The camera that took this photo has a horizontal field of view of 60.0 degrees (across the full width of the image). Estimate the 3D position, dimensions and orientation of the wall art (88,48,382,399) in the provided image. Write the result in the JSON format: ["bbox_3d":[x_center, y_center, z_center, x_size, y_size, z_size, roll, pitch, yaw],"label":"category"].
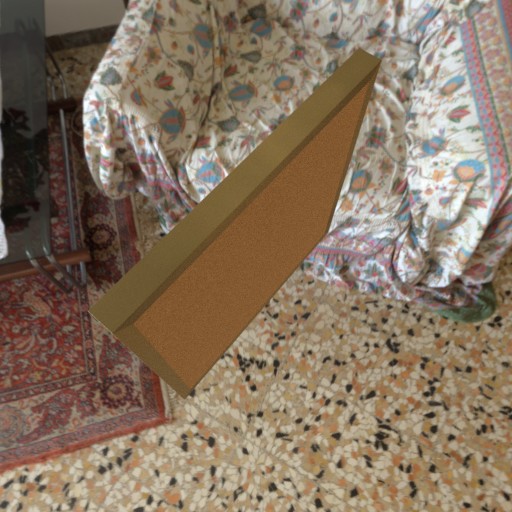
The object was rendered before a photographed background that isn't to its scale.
[{"bbox_3d":[0.000,0.000,0.772,0.038,0.508,0.507,37,70,16],"label":"wall art"}]
